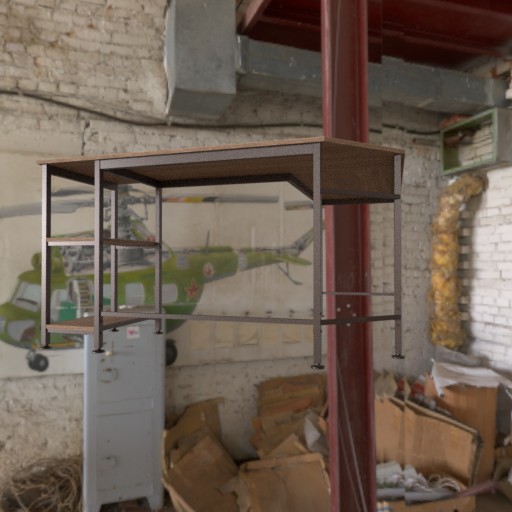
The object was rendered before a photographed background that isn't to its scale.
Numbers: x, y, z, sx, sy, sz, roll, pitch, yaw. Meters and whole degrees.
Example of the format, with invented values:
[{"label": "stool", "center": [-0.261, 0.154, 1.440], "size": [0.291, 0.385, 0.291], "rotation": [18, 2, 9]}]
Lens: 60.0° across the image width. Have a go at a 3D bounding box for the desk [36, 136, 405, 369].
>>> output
[{"label": "desk", "center": [0.000, 0.000, 2.189], "size": [1.379, 0.739, 1.379], "rotation": [0, -1, 17]}]
